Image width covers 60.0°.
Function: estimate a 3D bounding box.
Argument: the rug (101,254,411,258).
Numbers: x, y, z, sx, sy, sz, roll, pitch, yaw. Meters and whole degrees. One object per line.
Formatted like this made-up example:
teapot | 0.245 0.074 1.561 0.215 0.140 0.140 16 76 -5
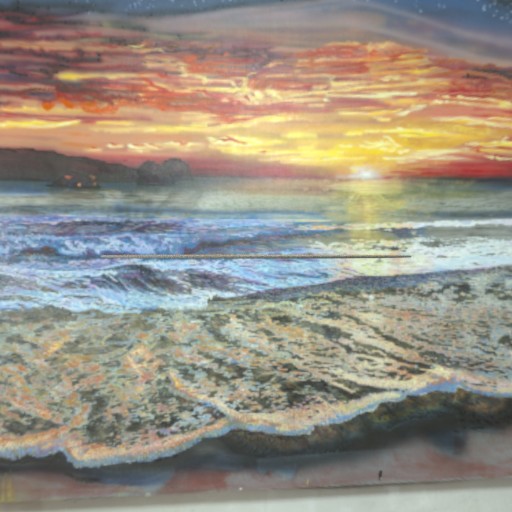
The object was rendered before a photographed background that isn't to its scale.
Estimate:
rug | 0.000 0.000 3.597 2.382 0.014 2.382 0 0 0
